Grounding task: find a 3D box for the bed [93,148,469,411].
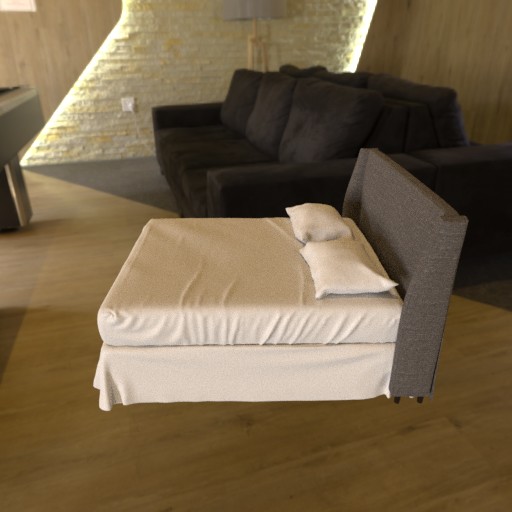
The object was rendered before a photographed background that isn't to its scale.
[{"bbox_3d":[0.000,0.000,3.478,2.276,1.332,1.925,0,25,-1],"label":"bed"}]
